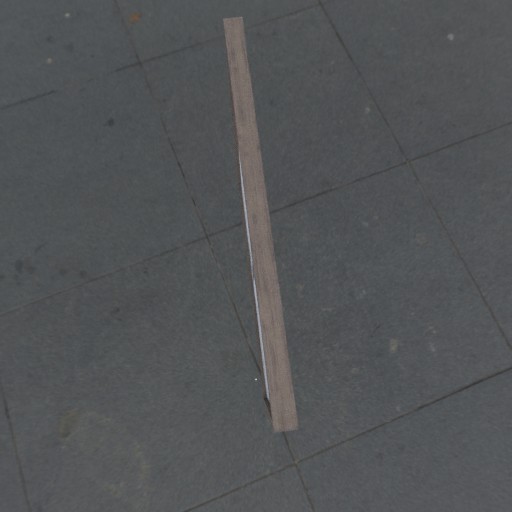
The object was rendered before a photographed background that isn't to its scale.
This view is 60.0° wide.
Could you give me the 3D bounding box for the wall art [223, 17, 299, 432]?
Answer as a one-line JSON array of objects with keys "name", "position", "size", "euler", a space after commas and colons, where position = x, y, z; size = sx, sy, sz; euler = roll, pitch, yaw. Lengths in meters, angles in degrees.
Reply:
[{"name": "wall art", "position": [0.000, 0.000, 1.133], "size": [0.038, 0.762, 0.762], "euler": [-7, 75, -2]}]
